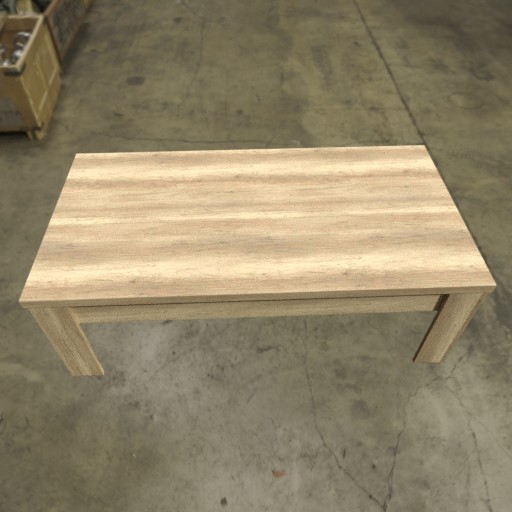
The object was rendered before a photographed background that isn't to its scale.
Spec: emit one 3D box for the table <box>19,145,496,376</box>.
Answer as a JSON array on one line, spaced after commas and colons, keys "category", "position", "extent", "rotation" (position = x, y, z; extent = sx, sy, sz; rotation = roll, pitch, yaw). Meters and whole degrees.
[{"category": "table", "position": [0.000, 0.000, 1.655], "extent": [1.350, 0.460, 0.700], "rotation": [-2, 48, -2]}]
